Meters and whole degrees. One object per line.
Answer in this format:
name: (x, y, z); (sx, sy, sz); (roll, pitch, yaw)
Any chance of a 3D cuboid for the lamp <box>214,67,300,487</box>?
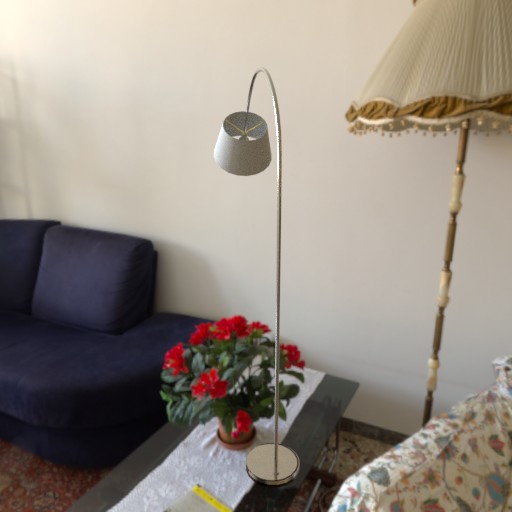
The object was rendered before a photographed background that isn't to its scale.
lamp: (0.000, 0.000, 2.706); (0.406, 2.098, 1.445); (-3, 16, -9)
